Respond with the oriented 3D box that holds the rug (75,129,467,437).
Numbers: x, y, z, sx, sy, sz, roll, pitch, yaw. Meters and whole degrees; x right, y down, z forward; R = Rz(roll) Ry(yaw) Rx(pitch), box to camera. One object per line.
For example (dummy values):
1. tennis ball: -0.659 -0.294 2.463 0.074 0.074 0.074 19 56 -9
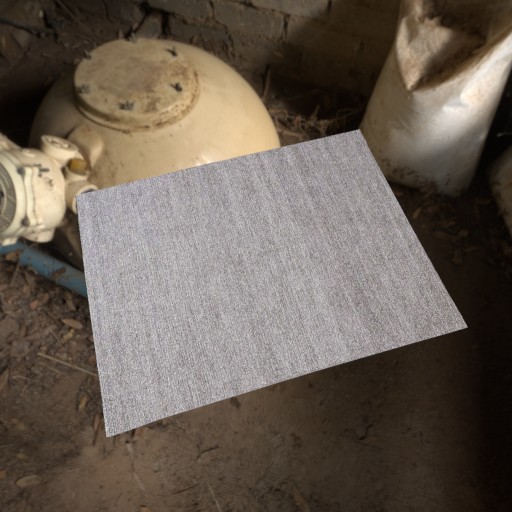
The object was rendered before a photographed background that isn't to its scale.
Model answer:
1. rug: 0.000 0.000 4.257 3.202 0.045 2.434 -15 63 -8
